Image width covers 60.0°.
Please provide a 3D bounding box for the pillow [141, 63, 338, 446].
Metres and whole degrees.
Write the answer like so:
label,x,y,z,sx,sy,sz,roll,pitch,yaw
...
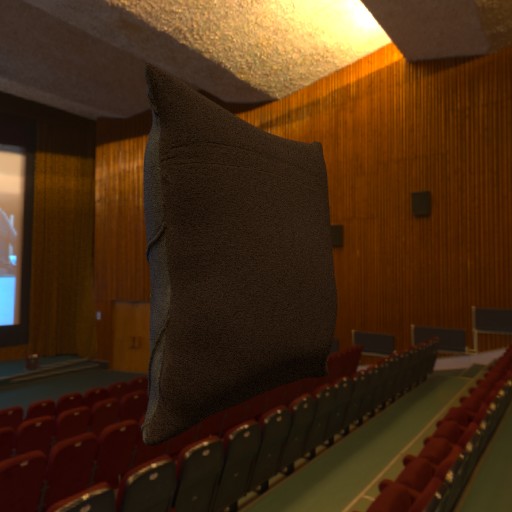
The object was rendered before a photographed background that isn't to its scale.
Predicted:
label,x,y,z,sx,sy,sz,roll,pitch,yaw
pillow,0.000,0.000,0.670,0.183,0.440,0.439,-1,-2,35
